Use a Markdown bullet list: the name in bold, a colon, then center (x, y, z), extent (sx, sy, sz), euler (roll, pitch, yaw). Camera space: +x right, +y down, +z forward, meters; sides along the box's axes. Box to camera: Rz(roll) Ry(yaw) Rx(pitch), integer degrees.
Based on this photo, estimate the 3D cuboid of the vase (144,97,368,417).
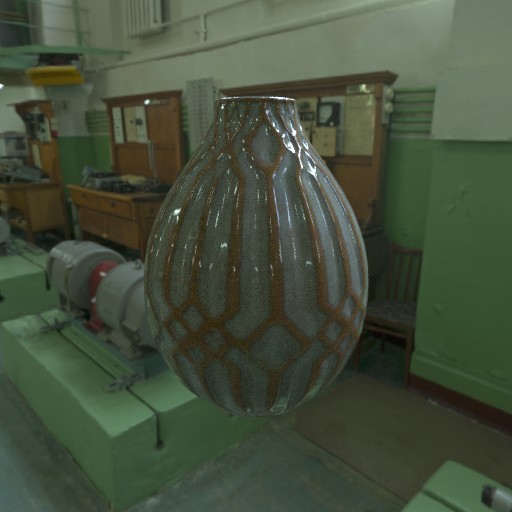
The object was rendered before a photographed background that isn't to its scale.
- **vase**: center (0.000, 0.000, 0.262), extent (0.131, 0.175, 0.131), euler (0, 16, 0)
